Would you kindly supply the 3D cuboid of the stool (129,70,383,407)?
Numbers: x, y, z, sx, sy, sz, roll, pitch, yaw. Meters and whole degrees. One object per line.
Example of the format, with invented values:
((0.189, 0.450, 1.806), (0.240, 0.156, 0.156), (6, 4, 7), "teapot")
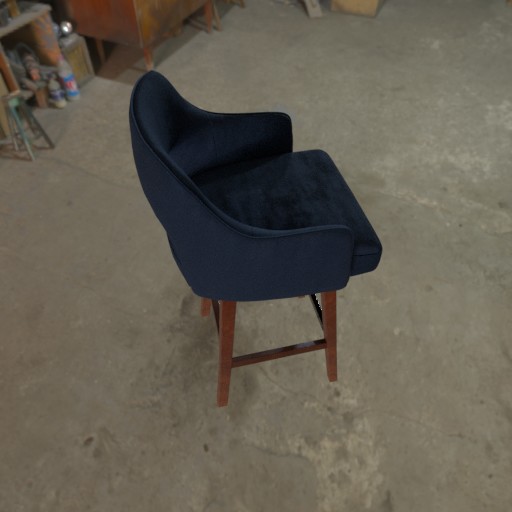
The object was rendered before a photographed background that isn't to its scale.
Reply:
((0.000, 0.000, 1.343), (0.560, 1.041, 0.550), (-10, 48, -9), "stool")
